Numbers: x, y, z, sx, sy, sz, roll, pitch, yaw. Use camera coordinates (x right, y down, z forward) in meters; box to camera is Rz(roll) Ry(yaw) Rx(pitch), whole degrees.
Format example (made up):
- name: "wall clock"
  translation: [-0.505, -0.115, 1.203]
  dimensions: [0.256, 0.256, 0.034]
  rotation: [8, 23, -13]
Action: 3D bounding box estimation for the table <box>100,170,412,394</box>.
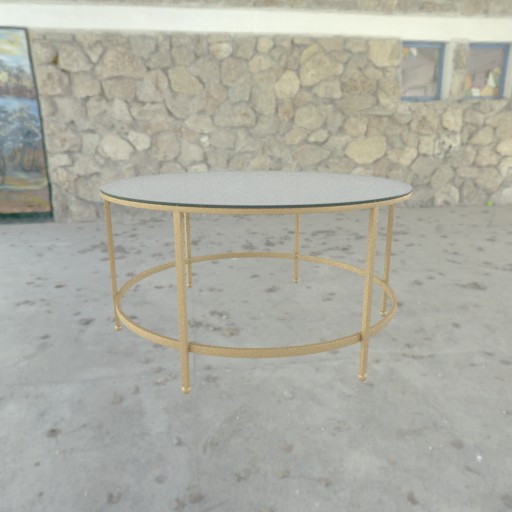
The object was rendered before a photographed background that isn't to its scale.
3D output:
- name: "table"
  translation: [0.000, 0.000, 1.424]
  dimensions: [0.914, 0.470, 0.914]
  rotation: [0, 15, 0]
